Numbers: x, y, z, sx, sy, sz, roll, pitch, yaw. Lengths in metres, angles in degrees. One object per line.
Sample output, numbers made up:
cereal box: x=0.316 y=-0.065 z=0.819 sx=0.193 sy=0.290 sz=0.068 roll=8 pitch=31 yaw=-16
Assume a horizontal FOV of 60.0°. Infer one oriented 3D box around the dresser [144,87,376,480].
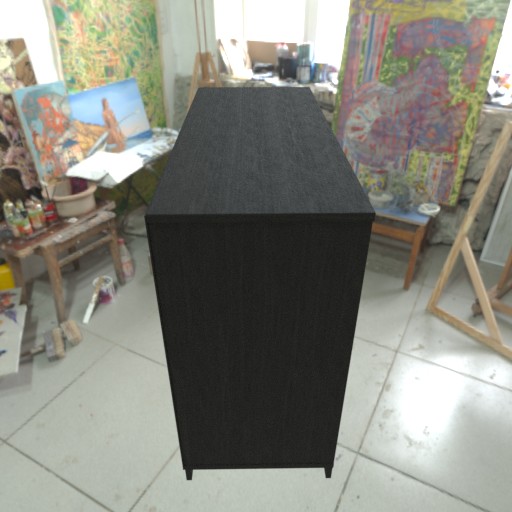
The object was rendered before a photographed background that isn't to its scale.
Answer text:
dresser: x=0.000 y=0.000 z=1.409 sx=0.404 sy=0.816 sz=0.994 roll=0 pitch=33 yaw=-1
